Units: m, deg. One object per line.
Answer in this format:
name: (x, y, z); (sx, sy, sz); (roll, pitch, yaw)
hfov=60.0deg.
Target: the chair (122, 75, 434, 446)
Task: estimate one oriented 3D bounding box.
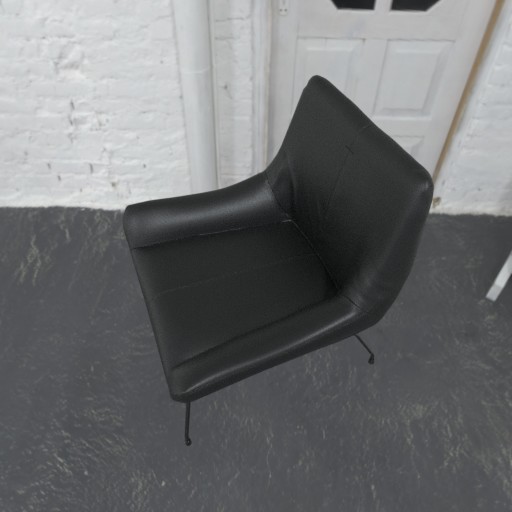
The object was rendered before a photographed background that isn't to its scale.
chair: (0.000, 0.000, 1.566); (0.826, 0.922, 0.836); (-16, 49, -14)
